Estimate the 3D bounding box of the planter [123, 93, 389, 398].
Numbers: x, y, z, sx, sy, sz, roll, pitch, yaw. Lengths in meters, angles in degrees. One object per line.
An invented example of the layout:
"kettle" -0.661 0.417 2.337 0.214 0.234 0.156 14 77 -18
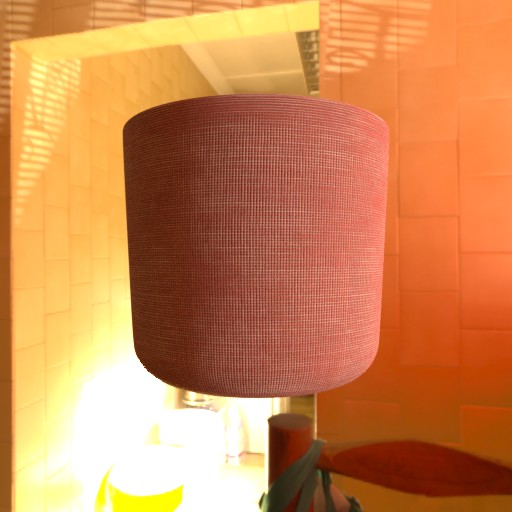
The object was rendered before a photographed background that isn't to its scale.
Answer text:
"planter" 0.000 0.000 0.762 0.440 0.398 0.440 0 0 0
